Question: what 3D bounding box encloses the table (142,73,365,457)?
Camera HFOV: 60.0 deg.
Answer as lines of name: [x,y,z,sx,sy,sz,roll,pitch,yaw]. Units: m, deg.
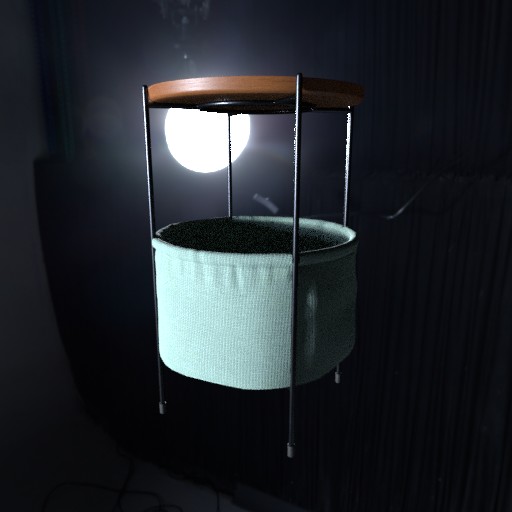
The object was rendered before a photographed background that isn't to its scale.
table: [0.000,0.000,0.881,0.400,0.623,0.400,7,16,26]
